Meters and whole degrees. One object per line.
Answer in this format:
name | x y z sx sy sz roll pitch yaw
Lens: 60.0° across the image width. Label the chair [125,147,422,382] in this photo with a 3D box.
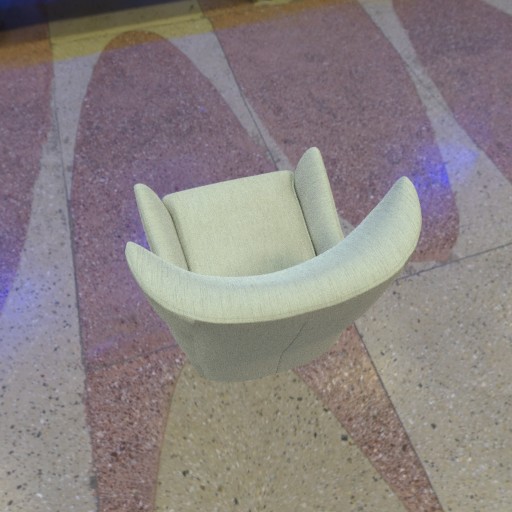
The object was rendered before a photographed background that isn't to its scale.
chair | 0.000 0.000 1.647 0.779 1.000 0.904 -14 59 -8
